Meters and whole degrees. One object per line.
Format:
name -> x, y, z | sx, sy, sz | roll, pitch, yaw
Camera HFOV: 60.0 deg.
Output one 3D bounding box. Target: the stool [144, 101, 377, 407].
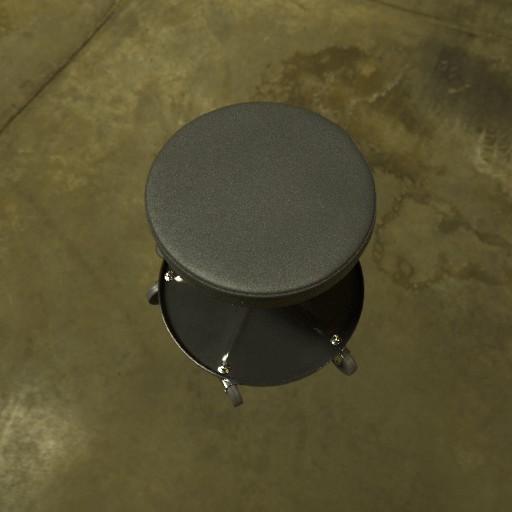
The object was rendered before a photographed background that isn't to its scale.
stool -> 0.000, 0.000, 0.672 | 0.382, 0.365, 0.381 | -17, 65, -8
